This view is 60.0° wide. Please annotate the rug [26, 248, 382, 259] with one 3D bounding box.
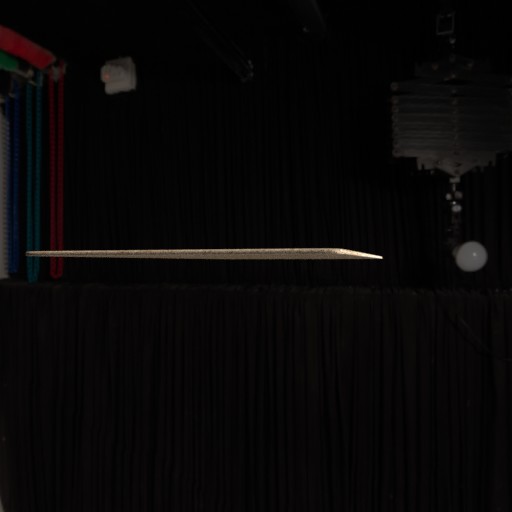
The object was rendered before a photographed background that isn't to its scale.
[{"bbox_3d":[0.000,0.000,3.049,1.539,0.024,2.469,0,-1,19],"label":"rug"}]
